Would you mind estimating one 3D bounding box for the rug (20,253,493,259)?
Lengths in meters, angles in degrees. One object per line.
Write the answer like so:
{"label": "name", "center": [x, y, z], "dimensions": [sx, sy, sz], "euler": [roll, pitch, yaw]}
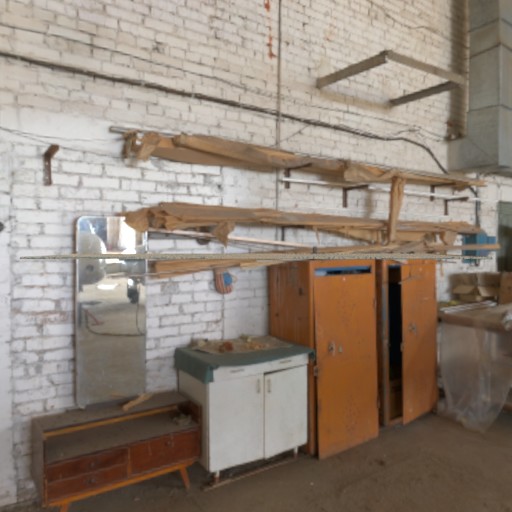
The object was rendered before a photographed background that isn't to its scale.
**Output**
{"label": "rug", "center": [0.000, 0.000, 2.675], "dimensions": [2.452, 0.012, 0.775], "euler": [0, 2, 0]}
